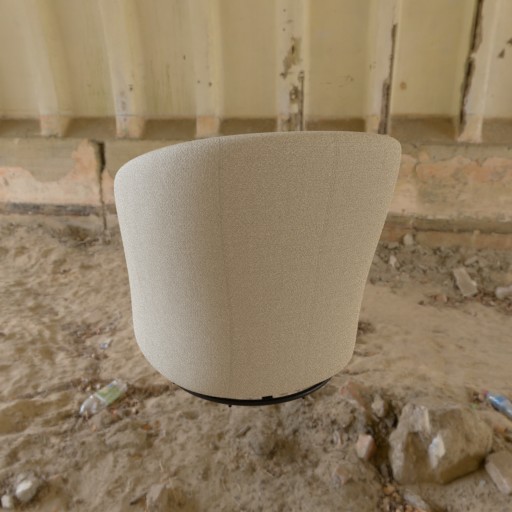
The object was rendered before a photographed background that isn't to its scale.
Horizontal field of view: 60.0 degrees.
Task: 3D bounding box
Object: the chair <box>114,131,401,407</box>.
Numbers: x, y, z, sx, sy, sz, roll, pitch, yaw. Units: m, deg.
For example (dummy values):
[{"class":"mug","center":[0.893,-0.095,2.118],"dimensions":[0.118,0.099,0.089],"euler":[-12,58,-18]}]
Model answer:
[{"class":"chair","center":[0.000,0.000,1.425],"dimensions":[0.791,0.771,0.815],"euler":[-7,17,-25]}]
